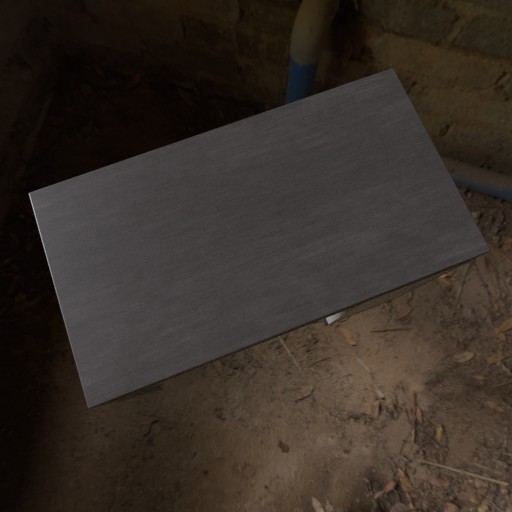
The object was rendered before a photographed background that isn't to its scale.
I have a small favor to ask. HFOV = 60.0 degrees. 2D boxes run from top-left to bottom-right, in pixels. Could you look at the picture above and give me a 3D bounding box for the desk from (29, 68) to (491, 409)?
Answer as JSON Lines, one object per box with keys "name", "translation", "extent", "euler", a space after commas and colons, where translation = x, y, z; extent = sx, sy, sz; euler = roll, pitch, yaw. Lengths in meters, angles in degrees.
{"name": "desk", "translation": [0.000, 0.000, 1.553], "extent": [1.100, 0.750, 0.600], "euler": [-20, 77, -5]}
